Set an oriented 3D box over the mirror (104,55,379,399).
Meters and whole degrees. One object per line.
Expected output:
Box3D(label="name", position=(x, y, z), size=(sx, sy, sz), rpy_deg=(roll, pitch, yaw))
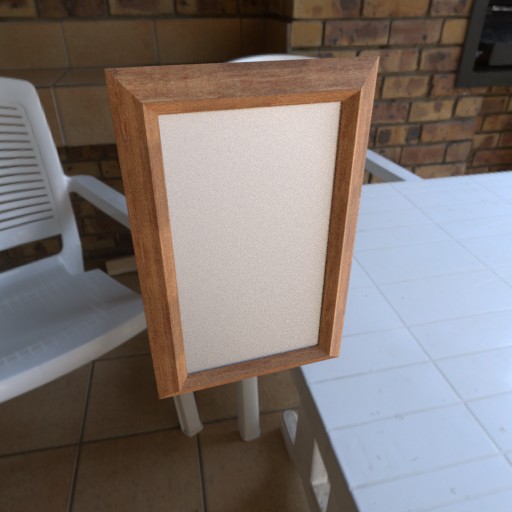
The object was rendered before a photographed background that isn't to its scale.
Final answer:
Box3D(label="mirror", position=(0.000, 0.000, 1.253), size=(0.651, 1.010, 0.047), rpy_deg=(-9, 33, -15))
